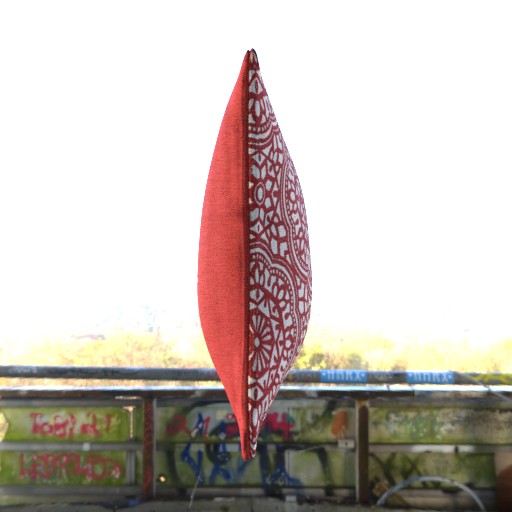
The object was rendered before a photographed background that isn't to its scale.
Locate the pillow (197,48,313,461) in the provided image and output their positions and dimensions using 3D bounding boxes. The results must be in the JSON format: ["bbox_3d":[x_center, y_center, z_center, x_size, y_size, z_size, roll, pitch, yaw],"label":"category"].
[{"bbox_3d":[0.000,0.000,0.663,0.162,0.419,0.438,0,-1,2],"label":"pillow"}]
